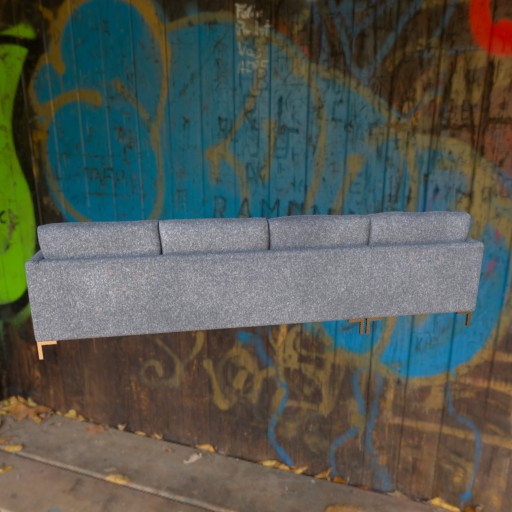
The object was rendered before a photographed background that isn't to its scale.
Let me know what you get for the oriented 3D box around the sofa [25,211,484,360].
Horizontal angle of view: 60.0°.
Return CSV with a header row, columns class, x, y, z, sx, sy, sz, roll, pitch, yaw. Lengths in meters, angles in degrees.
class,x,y,z,sx,sy,sz,roll,pitch,yaw
sofa,0.000,0.000,3.407,2.932,0.810,1.350,-3,16,-9
